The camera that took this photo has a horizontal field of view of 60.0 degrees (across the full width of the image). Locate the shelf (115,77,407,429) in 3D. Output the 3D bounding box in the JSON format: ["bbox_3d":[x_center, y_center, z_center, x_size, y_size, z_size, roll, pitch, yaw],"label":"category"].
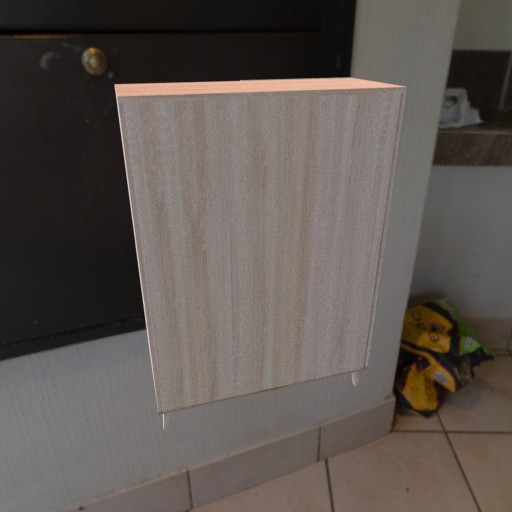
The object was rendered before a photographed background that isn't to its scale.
[{"bbox_3d":[0.000,0.000,1.942,0.995,1.405,0.434,-8,27,-15],"label":"shelf"}]
